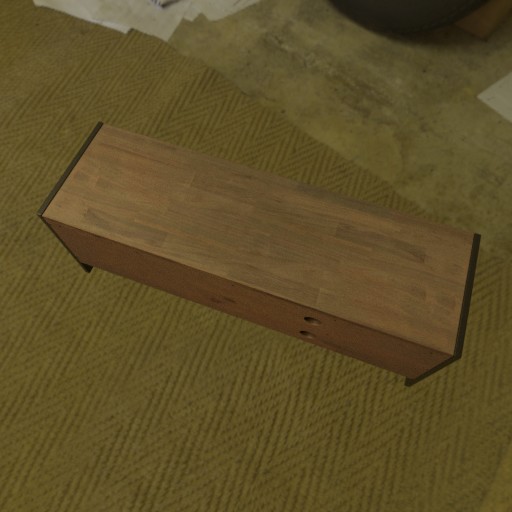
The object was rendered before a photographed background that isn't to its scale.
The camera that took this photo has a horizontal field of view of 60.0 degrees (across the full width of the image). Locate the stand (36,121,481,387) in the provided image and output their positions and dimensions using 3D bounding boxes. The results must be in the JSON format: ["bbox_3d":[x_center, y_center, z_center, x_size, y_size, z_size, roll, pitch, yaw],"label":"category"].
[{"bbox_3d":[0.000,0.000,1.764,1.480,0.506,0.454,18,65,9],"label":"stand"}]
